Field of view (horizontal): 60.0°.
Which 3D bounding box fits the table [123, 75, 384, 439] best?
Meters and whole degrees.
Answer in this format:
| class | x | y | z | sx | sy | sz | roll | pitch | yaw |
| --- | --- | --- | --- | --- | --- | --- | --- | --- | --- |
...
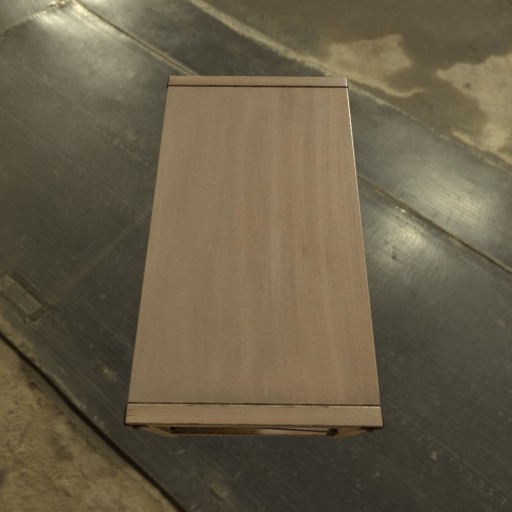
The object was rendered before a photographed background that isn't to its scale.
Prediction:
| class | x | y | z | sx | sy | sz | roll | pitch | yaw |
| --- | --- | --- | --- | --- | --- | --- | --- | --- | --- |
| table | 0.000 | 0.000 | 1.344 | 0.559 | 0.456 | 1.016 | 1 | 65 | 0 |
